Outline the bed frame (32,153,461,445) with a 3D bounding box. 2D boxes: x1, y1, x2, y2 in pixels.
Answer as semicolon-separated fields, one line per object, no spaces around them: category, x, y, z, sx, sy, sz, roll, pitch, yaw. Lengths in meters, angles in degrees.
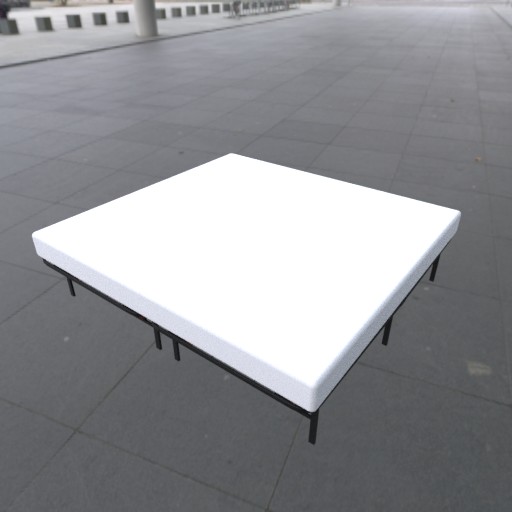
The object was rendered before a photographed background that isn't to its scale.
bed frame;0.000;0.000;2.990;2.033;0.525;1.935;22;37;31
